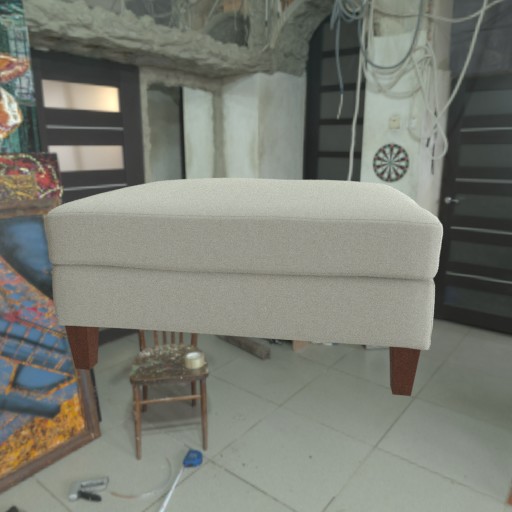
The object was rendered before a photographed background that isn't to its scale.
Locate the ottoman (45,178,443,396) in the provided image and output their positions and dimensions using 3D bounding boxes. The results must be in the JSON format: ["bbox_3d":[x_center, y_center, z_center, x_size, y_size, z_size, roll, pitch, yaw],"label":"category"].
[{"bbox_3d":[0.000,0.000,1.471,0.976,0.492,0.836,2,14,9],"label":"ottoman"}]
